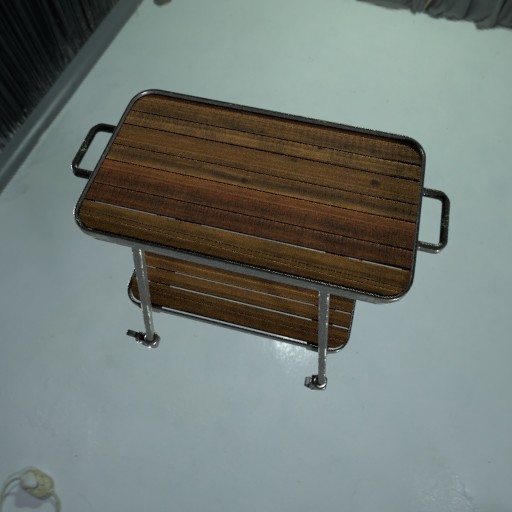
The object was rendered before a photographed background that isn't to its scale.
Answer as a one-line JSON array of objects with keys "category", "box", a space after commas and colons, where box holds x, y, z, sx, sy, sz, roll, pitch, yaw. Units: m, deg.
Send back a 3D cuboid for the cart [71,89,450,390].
[{"category": "cart", "box": [0.000, 0.000, 1.249, 0.806, 0.700, 0.515, 13, 64, 6]}]
